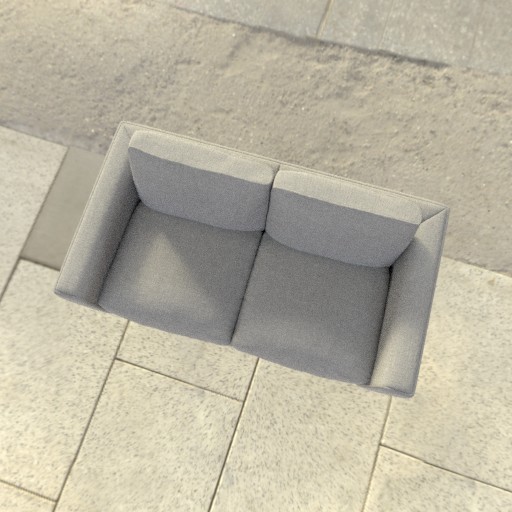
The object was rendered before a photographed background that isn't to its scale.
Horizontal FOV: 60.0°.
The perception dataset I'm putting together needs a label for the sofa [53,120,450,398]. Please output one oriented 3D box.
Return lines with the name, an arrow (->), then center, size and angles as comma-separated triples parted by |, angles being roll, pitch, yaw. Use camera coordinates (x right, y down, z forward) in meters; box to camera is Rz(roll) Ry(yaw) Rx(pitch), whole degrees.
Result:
sofa -> 0.000, 0.000, 2.469 | 1.920, 0.800, 1.069 | 16, 77, 4
